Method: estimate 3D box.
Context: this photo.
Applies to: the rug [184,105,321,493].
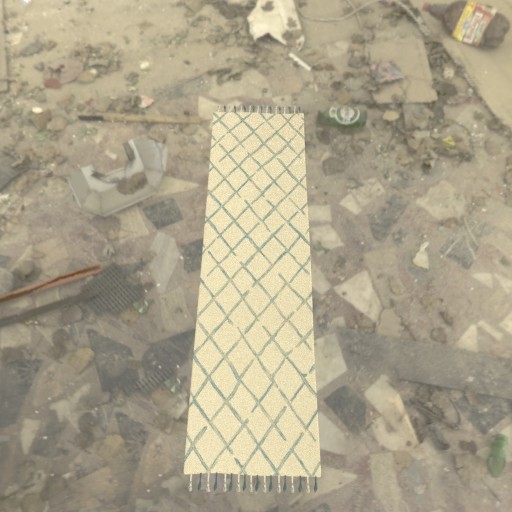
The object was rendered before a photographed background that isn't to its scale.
[{"bbox_3d":[0.000,0.000,2.521,0.620,0.008,2.372,1,62,0],"label":"rug"}]
